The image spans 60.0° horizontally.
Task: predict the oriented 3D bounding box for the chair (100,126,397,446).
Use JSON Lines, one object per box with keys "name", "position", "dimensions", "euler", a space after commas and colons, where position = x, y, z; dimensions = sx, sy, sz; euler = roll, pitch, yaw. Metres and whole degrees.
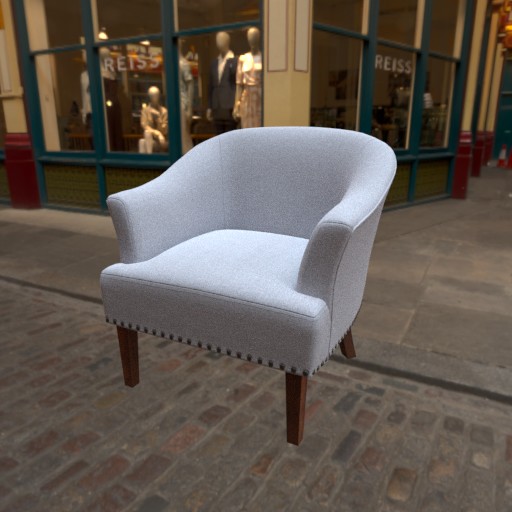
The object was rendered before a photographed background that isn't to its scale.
{"name": "chair", "position": [0.000, 0.000, 1.460], "dimensions": [0.798, 0.815, 0.704], "euler": [9, 19, 27]}
